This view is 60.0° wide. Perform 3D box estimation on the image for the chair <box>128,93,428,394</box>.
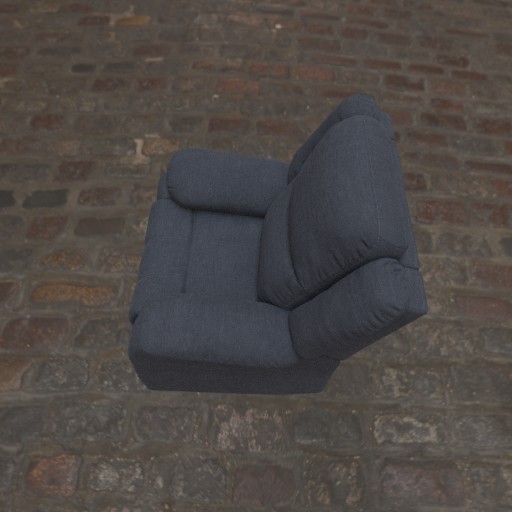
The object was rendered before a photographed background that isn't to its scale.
[{"bbox_3d":[0.000,0.000,1.692,0.944,1.008,0.899,2,57,1],"label":"chair"}]
